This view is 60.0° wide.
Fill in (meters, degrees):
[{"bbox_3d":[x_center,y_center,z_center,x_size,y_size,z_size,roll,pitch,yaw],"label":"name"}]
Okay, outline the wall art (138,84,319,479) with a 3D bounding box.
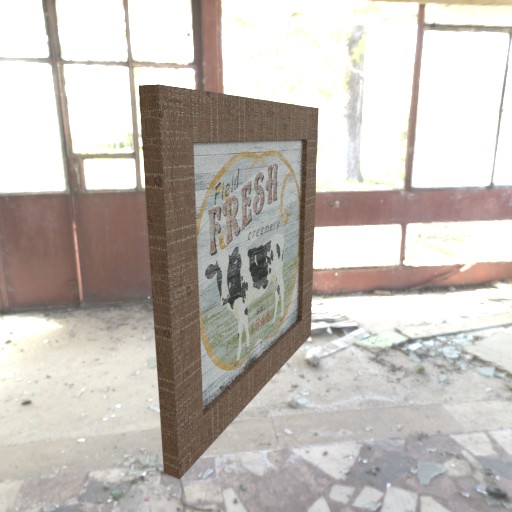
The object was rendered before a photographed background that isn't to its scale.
[{"bbox_3d":[0.000,0.000,0.798,0.029,0.531,0.531,8,17,26],"label":"wall art"}]
